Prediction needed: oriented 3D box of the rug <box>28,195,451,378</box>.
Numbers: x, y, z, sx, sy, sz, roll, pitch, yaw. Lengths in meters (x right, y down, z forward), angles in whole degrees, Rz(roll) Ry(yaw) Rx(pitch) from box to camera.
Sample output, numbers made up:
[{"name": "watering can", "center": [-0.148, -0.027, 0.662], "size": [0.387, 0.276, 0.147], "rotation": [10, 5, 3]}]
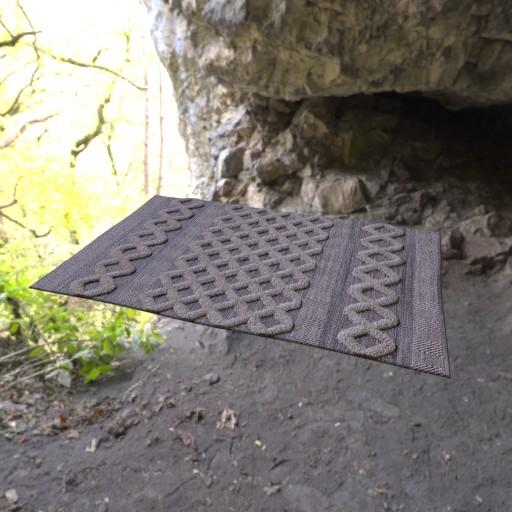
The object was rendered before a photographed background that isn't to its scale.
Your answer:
[{"name": "rug", "center": [0.000, 0.000, 2.918], "size": [2.333, 0.033, 1.513], "rotation": [9, 31, 15]}]
